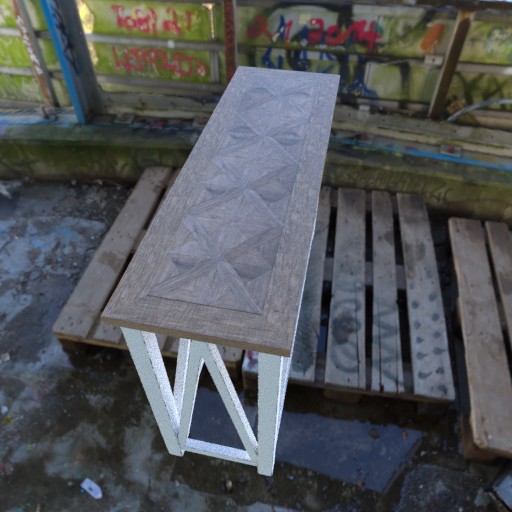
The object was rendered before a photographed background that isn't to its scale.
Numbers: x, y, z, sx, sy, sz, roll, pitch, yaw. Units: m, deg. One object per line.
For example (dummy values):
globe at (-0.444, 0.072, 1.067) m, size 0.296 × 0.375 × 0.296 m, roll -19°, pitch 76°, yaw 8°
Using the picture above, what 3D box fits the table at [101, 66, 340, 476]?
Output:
table at (0.000, 0.000, 1.814) m, size 0.450 × 0.930 × 1.400 m, roll 9°, pitch 47°, yaw 8°
